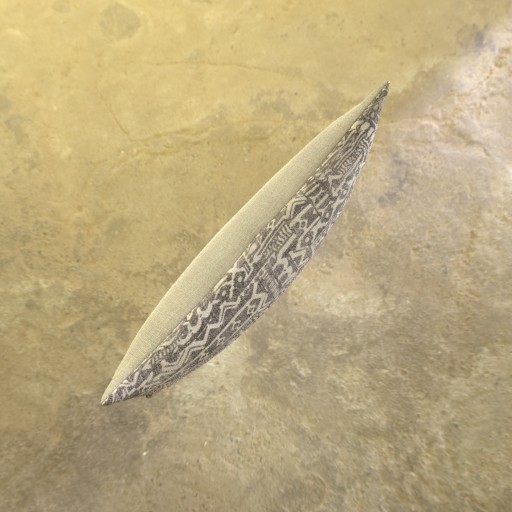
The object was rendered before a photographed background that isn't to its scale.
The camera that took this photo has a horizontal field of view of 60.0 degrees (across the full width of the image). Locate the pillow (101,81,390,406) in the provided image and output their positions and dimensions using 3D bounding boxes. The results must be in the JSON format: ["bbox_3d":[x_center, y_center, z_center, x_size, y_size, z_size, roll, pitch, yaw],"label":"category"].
[{"bbox_3d":[0.000,0.000,0.747,0.148,0.290,0.631,40,80,9],"label":"pillow"}]
